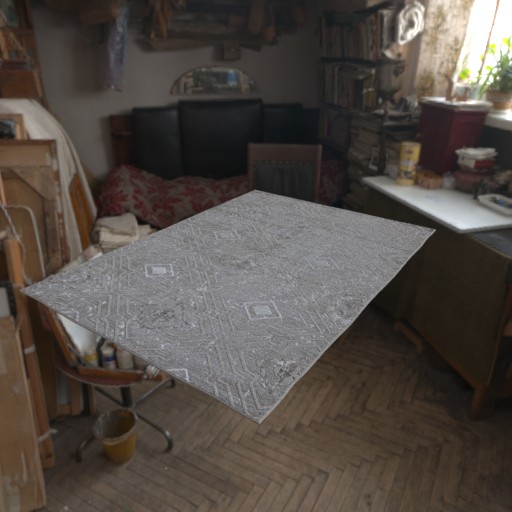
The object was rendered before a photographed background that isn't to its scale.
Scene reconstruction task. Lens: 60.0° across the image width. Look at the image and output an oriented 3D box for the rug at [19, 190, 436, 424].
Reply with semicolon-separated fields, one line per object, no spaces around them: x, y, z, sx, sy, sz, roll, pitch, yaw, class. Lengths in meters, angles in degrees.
0.000;0.000;4.259;2.448;0.020;3.359;17;31;32;rug
